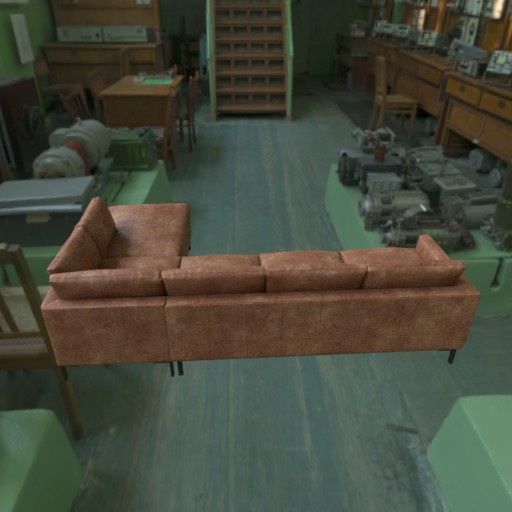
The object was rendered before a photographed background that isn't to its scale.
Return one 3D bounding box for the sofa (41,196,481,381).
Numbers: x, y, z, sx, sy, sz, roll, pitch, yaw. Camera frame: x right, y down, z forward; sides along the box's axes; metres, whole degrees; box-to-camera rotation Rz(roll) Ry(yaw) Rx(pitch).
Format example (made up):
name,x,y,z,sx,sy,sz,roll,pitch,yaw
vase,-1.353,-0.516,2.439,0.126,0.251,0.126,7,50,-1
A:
name,x,y,z,sx,sy,sz,roll,pitch,yaw
sofa,0.000,0.000,3.865,2.984,0.877,1.938,-2,31,-3
